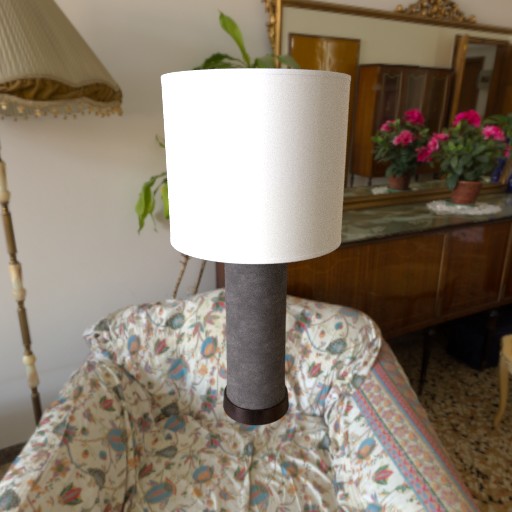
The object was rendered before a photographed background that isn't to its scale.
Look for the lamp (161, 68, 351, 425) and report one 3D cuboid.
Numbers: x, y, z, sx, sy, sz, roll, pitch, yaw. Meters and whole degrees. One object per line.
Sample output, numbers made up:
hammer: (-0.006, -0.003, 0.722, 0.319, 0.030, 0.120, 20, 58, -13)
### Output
lamp: (0.000, 0.000, 0.806, 0.301, 0.630, 0.301, 9, 19, 25)
